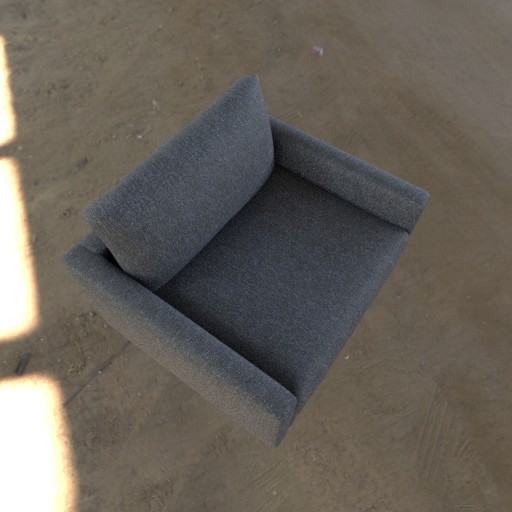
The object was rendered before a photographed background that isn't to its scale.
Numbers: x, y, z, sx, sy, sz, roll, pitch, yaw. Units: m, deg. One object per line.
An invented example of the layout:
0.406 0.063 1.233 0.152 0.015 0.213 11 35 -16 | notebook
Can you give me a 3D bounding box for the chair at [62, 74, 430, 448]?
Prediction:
0.000 0.000 1.621 0.866 0.861 0.963 32 64 18 | chair
